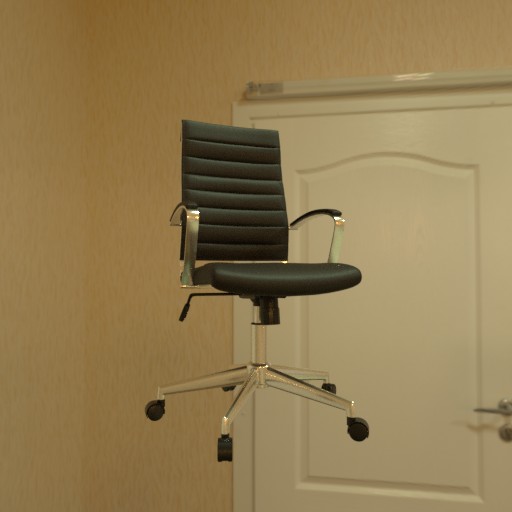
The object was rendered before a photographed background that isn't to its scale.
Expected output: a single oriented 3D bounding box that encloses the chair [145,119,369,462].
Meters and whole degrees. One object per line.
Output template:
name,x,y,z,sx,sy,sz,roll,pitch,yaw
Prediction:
chair,0.000,0.000,1.620,0.766,1.149,0.739,1,-2,-20
